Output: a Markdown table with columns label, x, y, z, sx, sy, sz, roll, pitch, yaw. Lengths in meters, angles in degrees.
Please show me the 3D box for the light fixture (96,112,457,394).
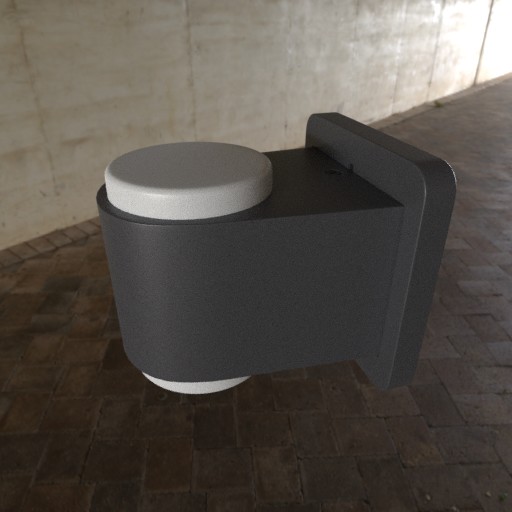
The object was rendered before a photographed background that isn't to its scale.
| label | x | y | z | sx | sy | sz | roll | pitch | yaw |
| --- | --- | --- | --- | --- | --- | --- | --- | --- | --- |
| light fixture | 0.000 | 0.000 | 0.209 | 0.132 | 0.109 | 0.109 | -8 | 30 | -15 |
